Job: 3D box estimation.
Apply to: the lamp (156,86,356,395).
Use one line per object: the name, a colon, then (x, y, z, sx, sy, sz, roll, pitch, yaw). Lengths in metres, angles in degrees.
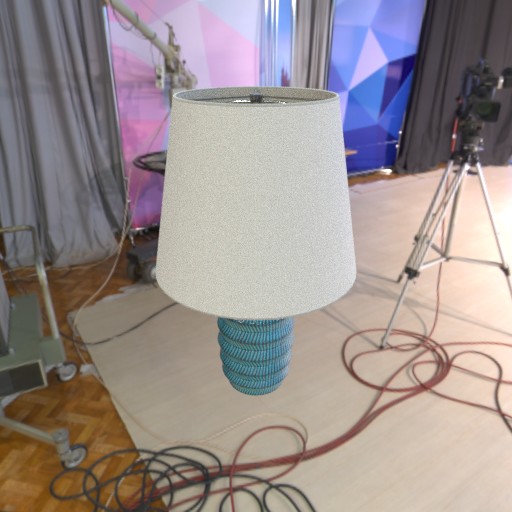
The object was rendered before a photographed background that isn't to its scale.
lamp: (0.000, 0.000, 0.567, 0.254, 0.392, 0.254, 0, 26, 0)
